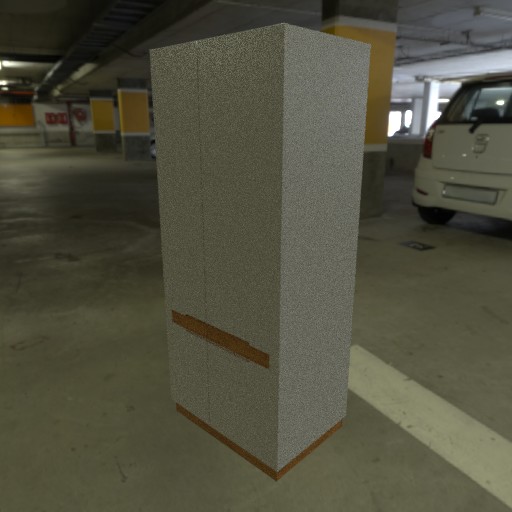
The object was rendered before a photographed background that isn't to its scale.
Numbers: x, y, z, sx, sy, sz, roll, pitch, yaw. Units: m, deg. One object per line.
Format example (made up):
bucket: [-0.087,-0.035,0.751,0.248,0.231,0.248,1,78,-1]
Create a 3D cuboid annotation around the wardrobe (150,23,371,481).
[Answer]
wardrobe: [0.000,0.000,2.367,0.860,2.040,0.600,15,22,42]
